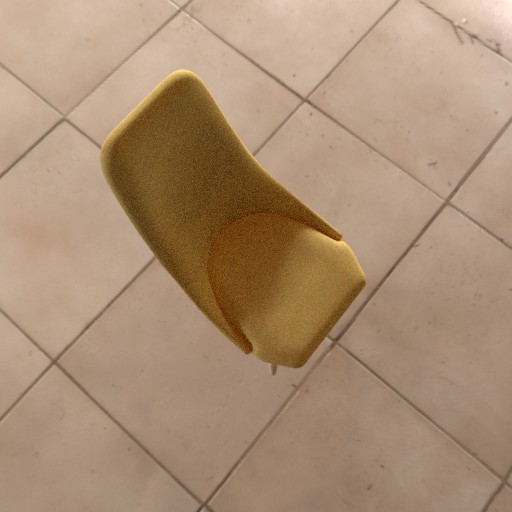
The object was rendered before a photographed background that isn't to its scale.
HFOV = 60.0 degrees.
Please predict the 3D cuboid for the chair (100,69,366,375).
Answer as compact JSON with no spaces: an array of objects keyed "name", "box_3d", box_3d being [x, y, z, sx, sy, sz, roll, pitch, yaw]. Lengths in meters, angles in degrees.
[{"name":"chair","box_3d":[0.000,0.000,1.402,0.660,1.040,0.510,38,79,9]}]
